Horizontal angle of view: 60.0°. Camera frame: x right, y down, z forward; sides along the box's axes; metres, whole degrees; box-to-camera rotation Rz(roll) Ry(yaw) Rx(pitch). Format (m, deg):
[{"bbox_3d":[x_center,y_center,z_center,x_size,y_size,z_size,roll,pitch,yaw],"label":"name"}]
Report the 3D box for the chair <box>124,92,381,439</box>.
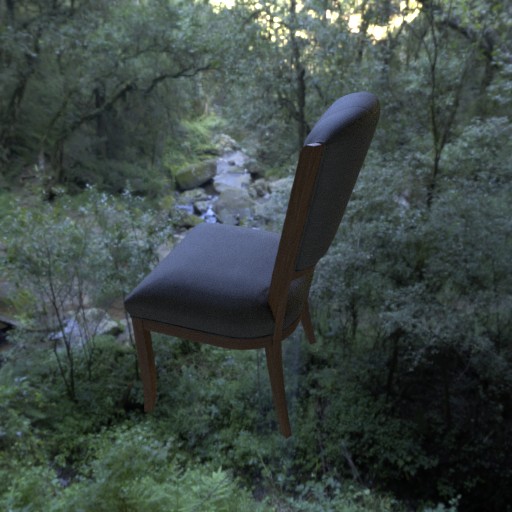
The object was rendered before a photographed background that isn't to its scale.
[{"bbox_3d":[0.000,0.000,1.279,0.584,0.905,0.513,8,30,14],"label":"chair"}]
